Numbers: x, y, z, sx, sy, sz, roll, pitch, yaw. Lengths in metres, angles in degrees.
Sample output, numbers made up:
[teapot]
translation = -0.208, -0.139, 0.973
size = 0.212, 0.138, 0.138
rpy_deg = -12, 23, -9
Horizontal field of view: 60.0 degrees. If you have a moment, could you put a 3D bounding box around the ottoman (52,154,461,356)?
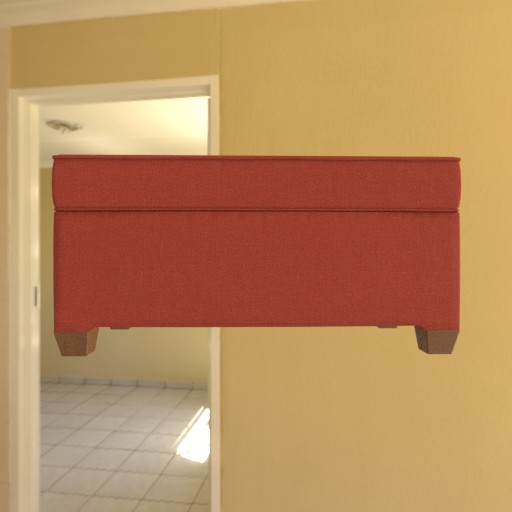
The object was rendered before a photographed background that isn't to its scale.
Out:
[ottoman]
translation = 0.000, 0.000, 1.222
size = 0.948, 0.454, 0.497
rpy_deg = 0, 0, -2
